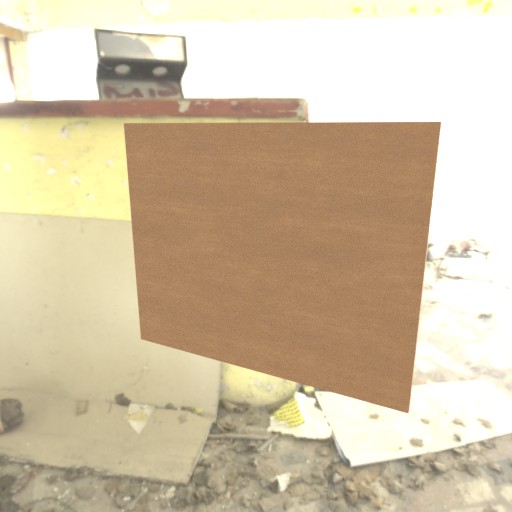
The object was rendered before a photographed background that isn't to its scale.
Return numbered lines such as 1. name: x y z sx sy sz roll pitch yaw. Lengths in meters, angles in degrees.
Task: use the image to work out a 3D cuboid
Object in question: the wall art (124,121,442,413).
1. wall art: 0.000 0.000 0.708 0.508 0.408 0.010 8 18 27
